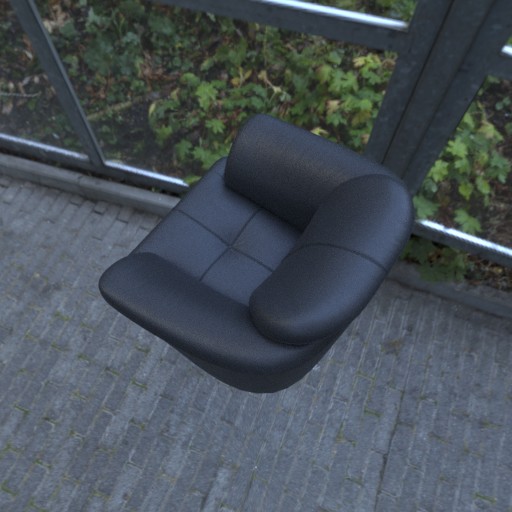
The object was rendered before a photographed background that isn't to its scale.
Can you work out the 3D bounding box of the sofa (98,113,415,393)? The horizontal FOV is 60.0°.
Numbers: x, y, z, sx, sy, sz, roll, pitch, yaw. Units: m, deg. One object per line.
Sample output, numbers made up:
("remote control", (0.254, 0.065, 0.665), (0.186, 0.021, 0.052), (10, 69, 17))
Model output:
("sofa", (0.000, 0.000, 1.527), (0.794, 0.811, 0.870), (33, 69, 15))
